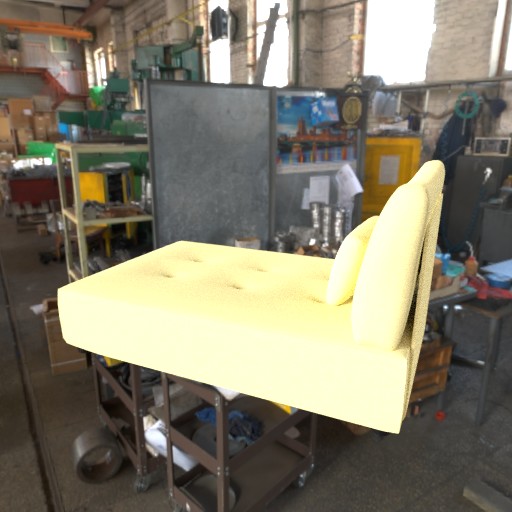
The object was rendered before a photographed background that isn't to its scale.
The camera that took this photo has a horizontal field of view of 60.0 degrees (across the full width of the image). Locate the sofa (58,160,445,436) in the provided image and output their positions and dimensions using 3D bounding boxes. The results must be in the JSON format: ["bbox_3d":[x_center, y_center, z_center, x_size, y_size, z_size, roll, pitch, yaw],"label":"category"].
[{"bbox_3d":[0.000,0.000,1.970,1.450,0.820,0.930,7,18,24],"label":"sofa"}]
